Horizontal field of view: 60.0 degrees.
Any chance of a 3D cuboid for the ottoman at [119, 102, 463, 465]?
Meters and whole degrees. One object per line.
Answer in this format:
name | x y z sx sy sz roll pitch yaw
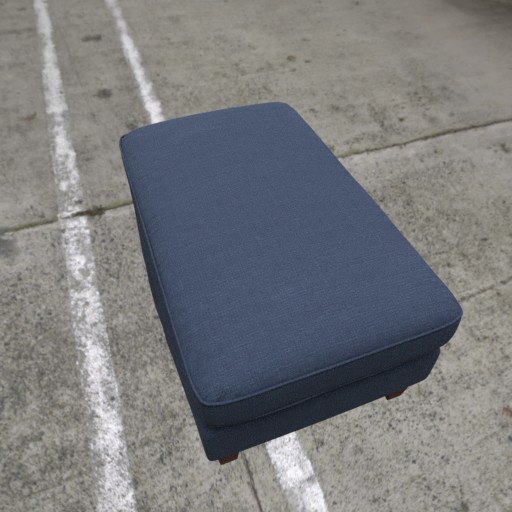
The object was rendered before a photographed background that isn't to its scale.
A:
ottoman | 0.000 0.000 1.177 0.570 0.438 0.885 -15 49 -14
